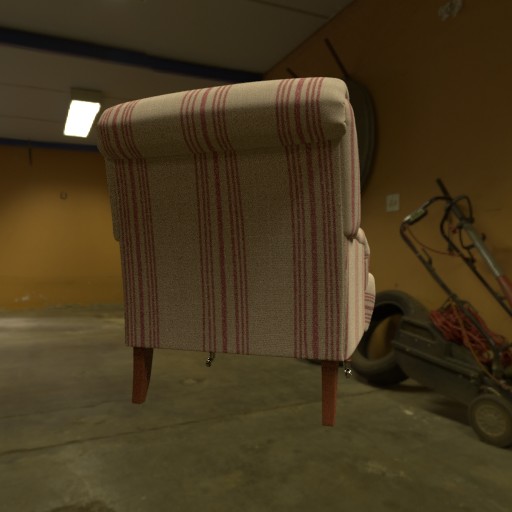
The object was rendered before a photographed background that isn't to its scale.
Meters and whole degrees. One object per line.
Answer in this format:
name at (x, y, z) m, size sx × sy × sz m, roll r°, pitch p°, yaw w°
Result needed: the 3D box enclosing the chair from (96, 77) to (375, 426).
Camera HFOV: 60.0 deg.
chair at (0.000, 0.000, 1.881) m, size 0.933 × 1.123 × 1.058 m, roll 0°, pitch -1°, yaw 19°
